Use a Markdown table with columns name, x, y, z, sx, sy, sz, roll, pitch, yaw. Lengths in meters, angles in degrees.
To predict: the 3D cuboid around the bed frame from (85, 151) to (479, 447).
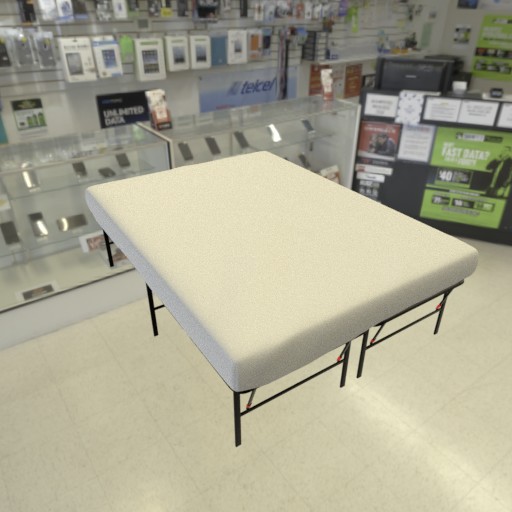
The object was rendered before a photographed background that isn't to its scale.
| name | x | y | z | sx | sy | sz | roll | pitch | yaw |
| --- | --- | --- | --- | --- | --- | --- | --- | --- | --- |
| bed frame | 0.000 | 0.000 | 2.899 | 1.584 | 0.667 | 2.151 | -19 | 36 | -28 |
